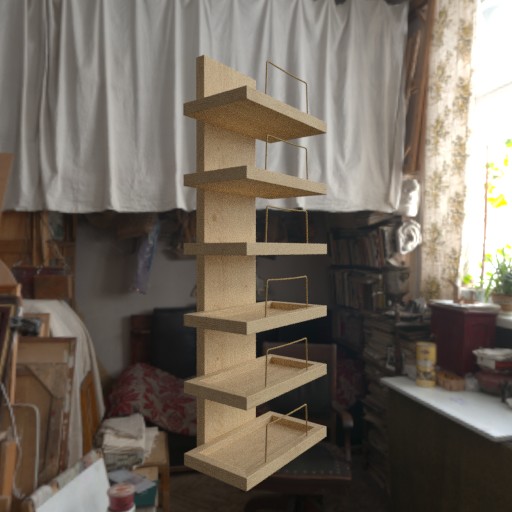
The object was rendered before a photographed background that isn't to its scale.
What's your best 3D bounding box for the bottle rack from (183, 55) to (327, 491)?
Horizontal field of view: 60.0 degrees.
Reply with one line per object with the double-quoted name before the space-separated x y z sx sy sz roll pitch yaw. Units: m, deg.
"bottle rack" 0.000 0.000 1.075 0.206 0.943 0.330 1 1 38
